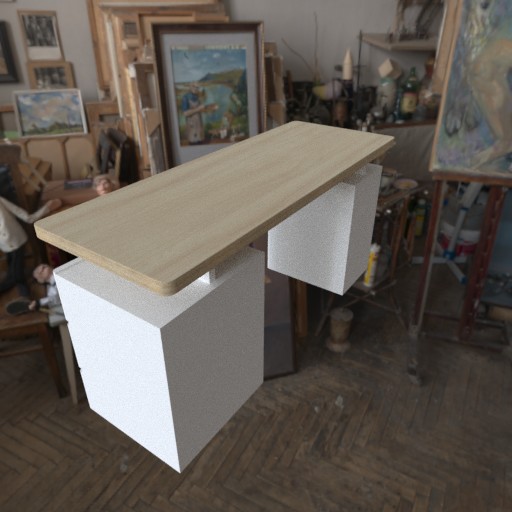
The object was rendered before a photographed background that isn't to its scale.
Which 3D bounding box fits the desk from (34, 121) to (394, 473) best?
[{"bbox_3d":[0.000,0.000,1.870,0.550,0.755,1.500,20,36,30],"label":"desk"}]
